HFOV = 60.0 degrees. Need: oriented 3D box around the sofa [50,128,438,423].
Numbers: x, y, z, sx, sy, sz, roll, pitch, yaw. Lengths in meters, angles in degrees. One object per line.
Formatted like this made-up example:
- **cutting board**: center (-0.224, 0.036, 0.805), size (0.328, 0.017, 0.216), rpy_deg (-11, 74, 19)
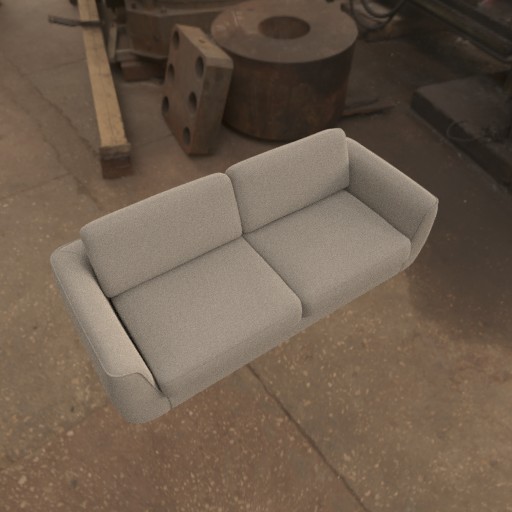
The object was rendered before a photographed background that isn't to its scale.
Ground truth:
- **sofa**: center (0.000, 0.000, 2.493), size (2.000, 0.850, 0.920), rpy_deg (-26, 52, -22)
